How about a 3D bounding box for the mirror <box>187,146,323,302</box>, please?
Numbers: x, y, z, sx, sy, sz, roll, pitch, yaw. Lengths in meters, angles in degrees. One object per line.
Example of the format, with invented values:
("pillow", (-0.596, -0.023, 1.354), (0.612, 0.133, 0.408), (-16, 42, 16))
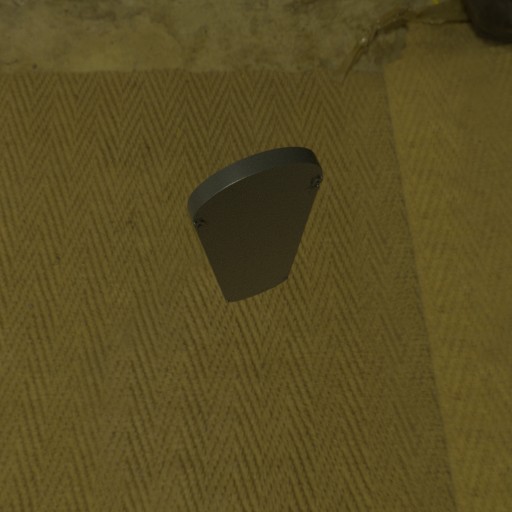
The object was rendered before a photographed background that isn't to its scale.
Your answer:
("mirror", (0.000, 0.000, 1.090), (0.222, 0.991, 0.032), (-21, 76, -5))
